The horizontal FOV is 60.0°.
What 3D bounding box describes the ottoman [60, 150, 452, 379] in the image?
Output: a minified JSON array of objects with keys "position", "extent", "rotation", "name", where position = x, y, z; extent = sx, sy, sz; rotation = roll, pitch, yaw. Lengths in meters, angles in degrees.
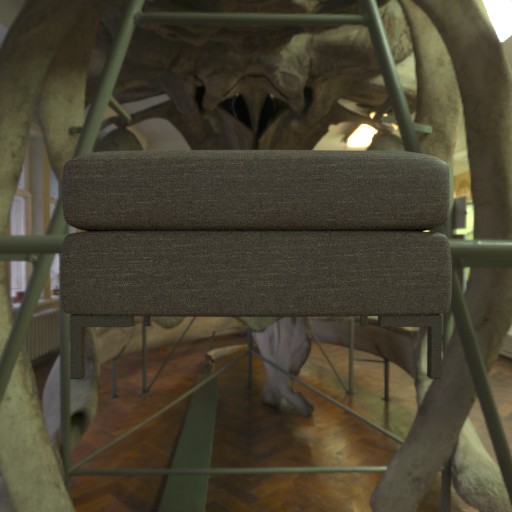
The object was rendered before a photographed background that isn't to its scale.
[{"position":[0.000,0.000,1.210],"extent":[0.820,0.490,0.671],"rotation":[0,1,0],"name":"ottoman"}]
